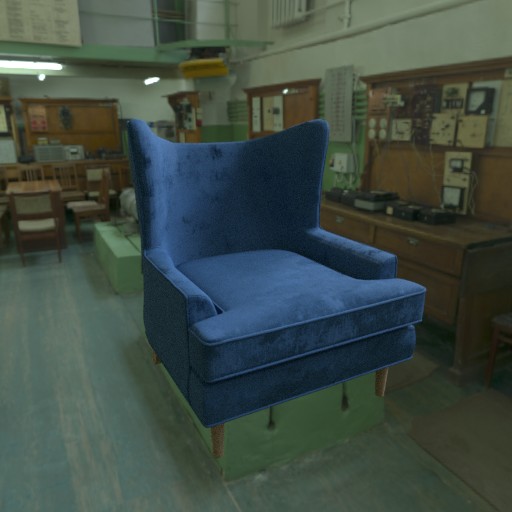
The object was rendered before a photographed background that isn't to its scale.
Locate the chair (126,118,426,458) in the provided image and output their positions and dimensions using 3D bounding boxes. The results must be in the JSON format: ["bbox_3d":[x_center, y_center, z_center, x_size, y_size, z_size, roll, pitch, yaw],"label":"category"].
[{"bbox_3d":[0.000,0.000,1.609,0.793,0.952,0.910,-9,19,-27],"label":"chair"}]
